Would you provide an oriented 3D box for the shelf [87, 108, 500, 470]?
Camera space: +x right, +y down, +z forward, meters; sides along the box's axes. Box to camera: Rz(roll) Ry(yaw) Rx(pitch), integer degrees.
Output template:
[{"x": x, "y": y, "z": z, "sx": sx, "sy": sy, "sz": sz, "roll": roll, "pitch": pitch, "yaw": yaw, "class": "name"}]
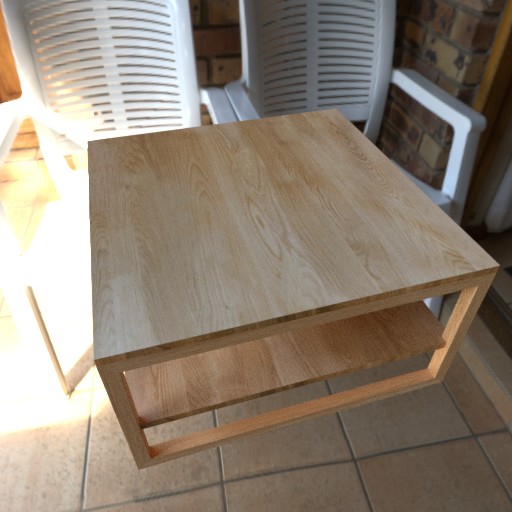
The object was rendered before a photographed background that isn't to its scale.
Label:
[{"x": 0.000, "y": 0.000, "z": 1.397, "sx": 0.899, "sy": 0.480, "sz": 0.899, "roll": -11, "pitch": 43, "yaw": -12, "class": "shelf"}]
